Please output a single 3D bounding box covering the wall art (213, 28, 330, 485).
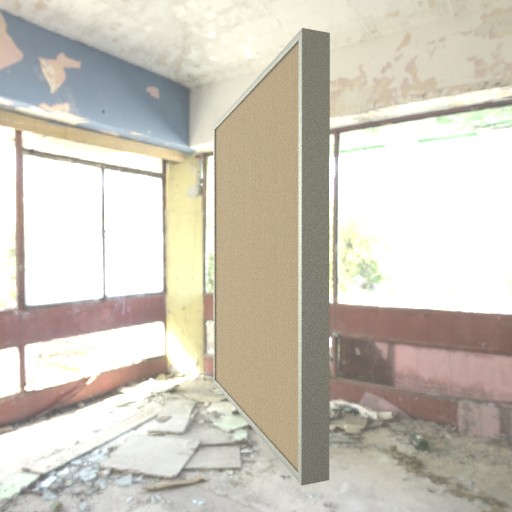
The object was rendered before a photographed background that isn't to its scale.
[{"bbox_3d":[0.000,0.000,0.752,0.039,0.553,0.445,0,1,-19],"label":"wall art"}]
